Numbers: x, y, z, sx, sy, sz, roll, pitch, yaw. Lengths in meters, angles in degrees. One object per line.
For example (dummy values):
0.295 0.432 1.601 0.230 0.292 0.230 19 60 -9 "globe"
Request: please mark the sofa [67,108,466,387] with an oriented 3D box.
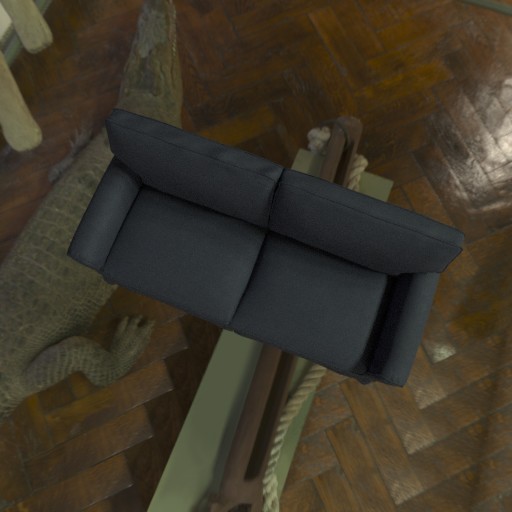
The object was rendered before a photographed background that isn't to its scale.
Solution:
0.000 0.000 2.883 2.256 1.094 0.983 21 77 5 "sofa"
